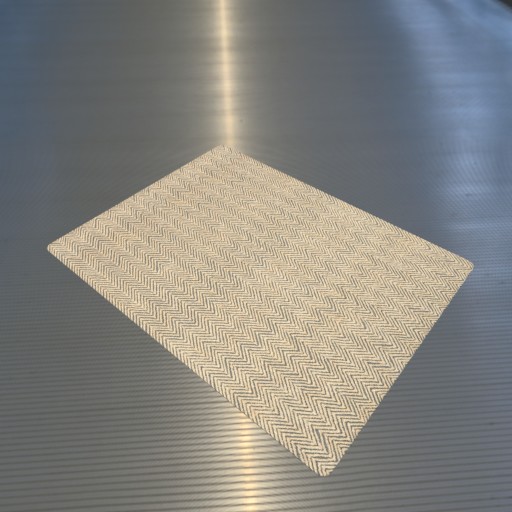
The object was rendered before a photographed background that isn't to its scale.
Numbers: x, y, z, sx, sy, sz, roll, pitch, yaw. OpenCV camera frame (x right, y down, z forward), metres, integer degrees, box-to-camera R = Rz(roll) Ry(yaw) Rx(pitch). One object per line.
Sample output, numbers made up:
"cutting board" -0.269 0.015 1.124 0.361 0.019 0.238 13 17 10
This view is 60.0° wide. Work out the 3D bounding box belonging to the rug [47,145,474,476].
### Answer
"rug" 0.000 0.000 4.130 3.207 0.014 2.439 31 53 27
